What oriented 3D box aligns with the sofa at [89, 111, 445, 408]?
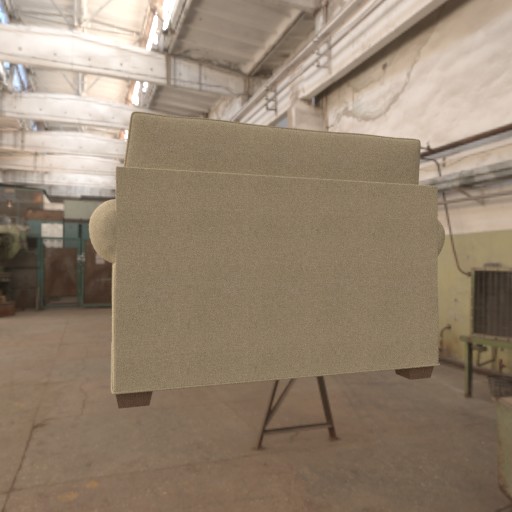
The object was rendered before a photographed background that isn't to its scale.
[{"bbox_3d":[0.000,0.000,2.022,1.405,0.991,0.936,0,-1,-18],"label":"sofa"}]
